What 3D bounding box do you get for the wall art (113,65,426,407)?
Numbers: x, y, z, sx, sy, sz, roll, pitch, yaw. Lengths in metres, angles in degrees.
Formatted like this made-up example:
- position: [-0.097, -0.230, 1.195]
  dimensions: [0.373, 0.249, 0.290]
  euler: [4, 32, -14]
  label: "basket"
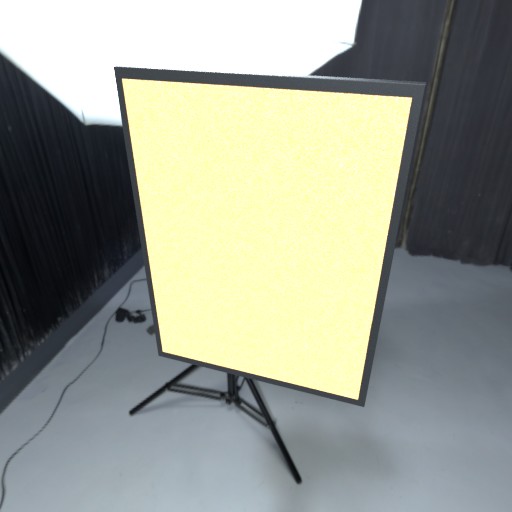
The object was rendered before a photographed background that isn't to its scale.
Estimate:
- position: [0.000, 0.000, 1.332]
  dimensions: [0.774, 1.027, 0.030]
  euler: [10, 33, 15]
  label: "wall art"
